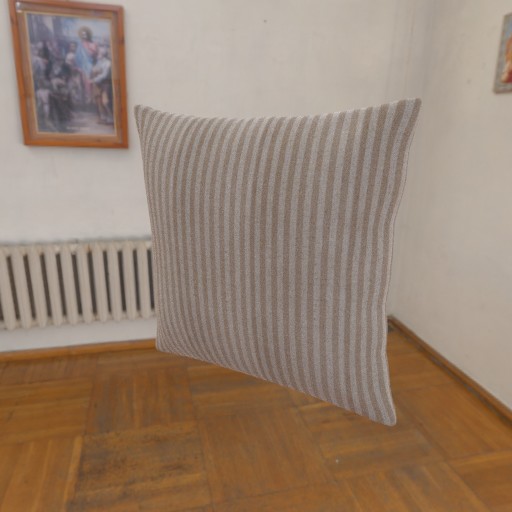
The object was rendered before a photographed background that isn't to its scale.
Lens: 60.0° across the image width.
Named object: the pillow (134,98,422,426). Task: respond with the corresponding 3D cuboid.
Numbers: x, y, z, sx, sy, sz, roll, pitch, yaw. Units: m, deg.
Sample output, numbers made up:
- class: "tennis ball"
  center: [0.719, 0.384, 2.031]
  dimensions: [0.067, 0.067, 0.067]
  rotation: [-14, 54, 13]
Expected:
- class: "pillow"
  center: [0.000, 0.000, 0.774]
  dimensions: [0.523, 0.510, 0.166]
  rotation: [10, 19, 30]
